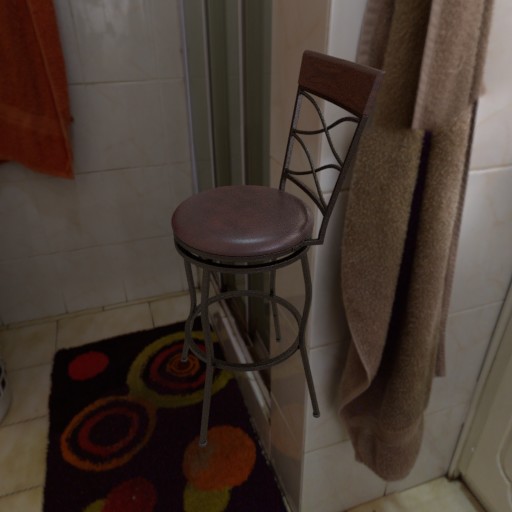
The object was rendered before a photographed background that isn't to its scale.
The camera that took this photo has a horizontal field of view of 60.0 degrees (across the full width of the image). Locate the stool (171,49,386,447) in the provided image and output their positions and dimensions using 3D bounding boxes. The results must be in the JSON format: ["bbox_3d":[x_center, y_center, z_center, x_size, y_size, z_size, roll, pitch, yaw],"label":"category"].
[{"bbox_3d":[0.000,0.000,1.400,0.513,1.130,0.448,-9,32,-14],"label":"stool"}]
